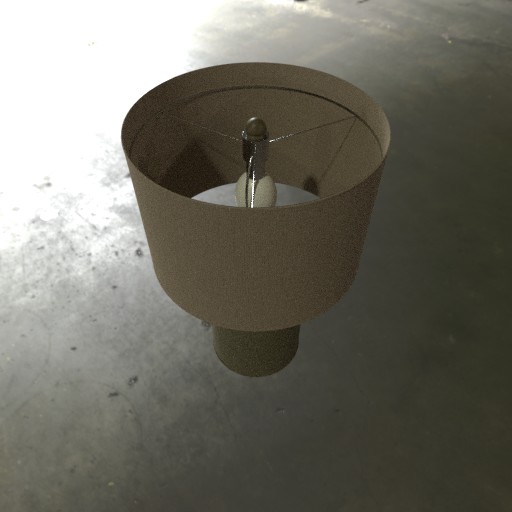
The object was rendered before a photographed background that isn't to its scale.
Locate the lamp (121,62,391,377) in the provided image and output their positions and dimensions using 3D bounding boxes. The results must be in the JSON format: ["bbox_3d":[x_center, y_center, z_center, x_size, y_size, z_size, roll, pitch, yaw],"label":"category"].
[{"bbox_3d":[0.000,0.000,0.708,0.318,0.486,0.318,0,47,0],"label":"lamp"}]
